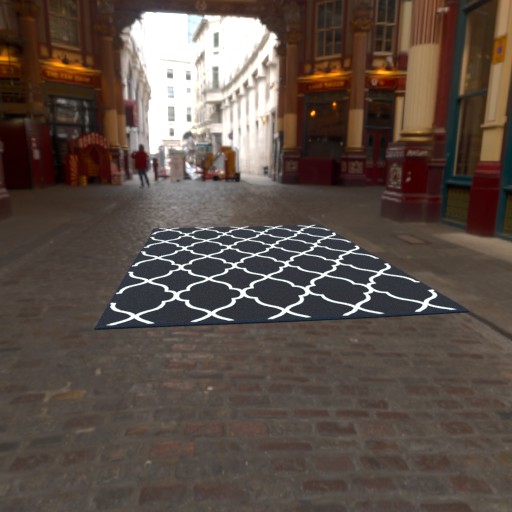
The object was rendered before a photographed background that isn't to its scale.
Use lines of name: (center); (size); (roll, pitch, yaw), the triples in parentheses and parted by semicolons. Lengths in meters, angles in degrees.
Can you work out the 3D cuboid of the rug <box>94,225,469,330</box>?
rug: (0.000, 0.000, 2.863); (1.528, 0.014, 2.294); (-2, 13, -7)
